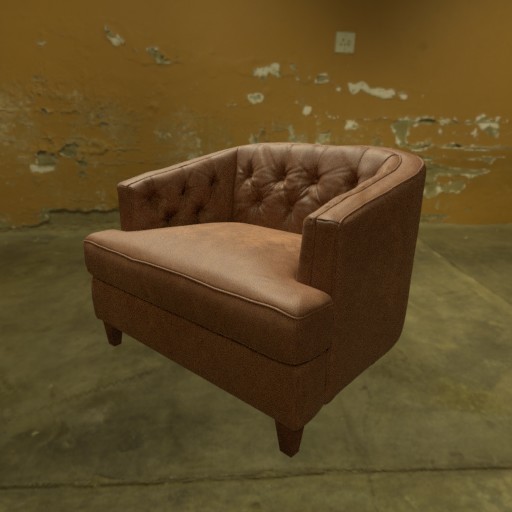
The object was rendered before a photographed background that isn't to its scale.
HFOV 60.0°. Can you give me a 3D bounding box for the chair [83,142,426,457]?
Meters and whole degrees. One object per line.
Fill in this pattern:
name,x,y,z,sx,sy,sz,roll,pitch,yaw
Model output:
chair,0.000,0.000,1.748,1.119,0.836,0.911,15,22,41
